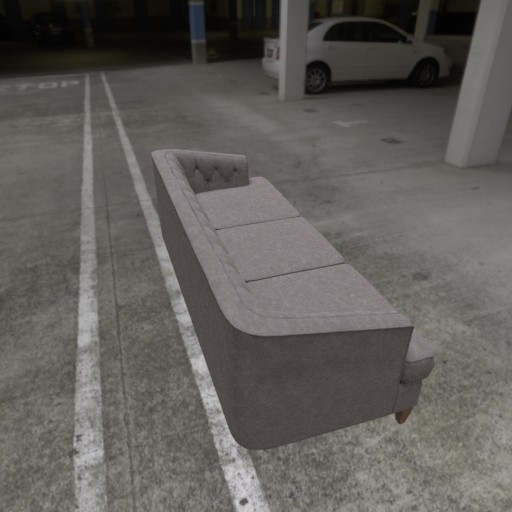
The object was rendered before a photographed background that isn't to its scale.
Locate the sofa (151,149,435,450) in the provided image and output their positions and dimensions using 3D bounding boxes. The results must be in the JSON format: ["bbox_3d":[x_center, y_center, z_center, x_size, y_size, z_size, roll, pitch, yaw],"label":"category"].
[{"bbox_3d":[0.000,0.000,2.707,0.917,0.806,2.247,-10,33,-16],"label":"sofa"}]
